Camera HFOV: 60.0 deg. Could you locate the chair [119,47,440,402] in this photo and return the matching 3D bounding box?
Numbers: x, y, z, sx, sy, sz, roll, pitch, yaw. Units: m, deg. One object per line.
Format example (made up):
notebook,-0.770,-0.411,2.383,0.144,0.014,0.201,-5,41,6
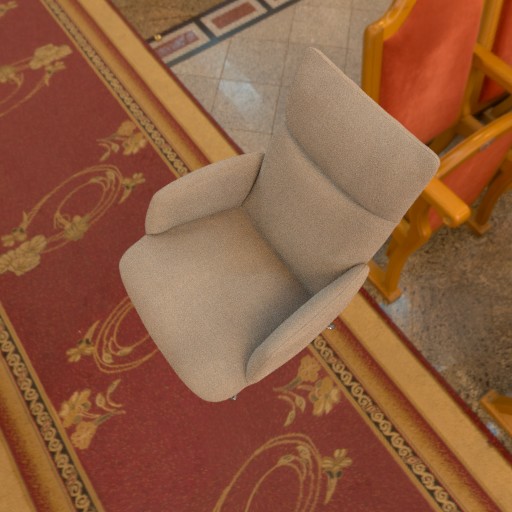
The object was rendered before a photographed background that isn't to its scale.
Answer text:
chair,0.000,0.000,1.550,0.889,1.016,0.711,-32,67,-15
